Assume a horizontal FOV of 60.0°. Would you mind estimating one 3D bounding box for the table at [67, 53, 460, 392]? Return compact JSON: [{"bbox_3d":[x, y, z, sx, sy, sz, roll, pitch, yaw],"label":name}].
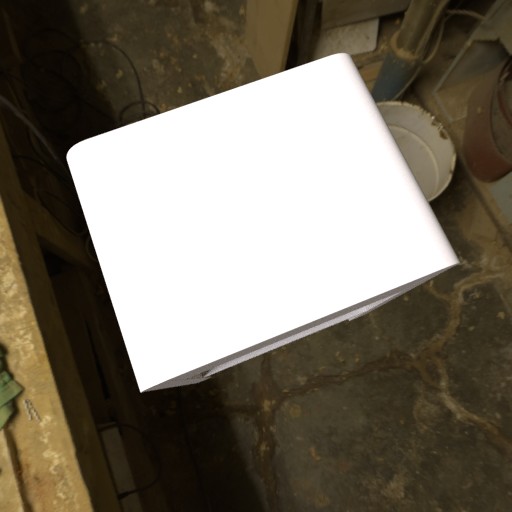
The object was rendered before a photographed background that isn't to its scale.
[{"bbox_3d":[0.000,0.000,0.868,0.450,0.590,0.350,-21,76,-5],"label":"table"}]
